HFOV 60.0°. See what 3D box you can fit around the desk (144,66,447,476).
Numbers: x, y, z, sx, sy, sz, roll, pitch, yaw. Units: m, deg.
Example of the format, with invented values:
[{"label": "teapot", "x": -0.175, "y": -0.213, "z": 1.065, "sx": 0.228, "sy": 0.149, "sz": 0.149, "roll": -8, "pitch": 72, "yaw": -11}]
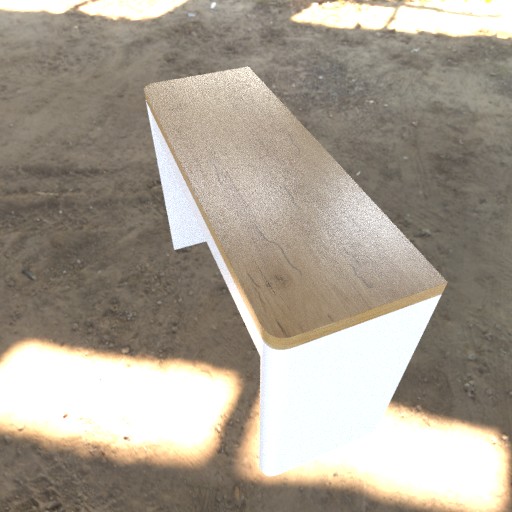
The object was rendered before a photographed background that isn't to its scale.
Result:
[{"label": "desk", "x": 0.000, "y": 0.000, "z": 1.472, "sx": 0.390, "sy": 0.760, "sz": 1.100, "roll": -16, "pitch": 49, "yaw": -15}]
